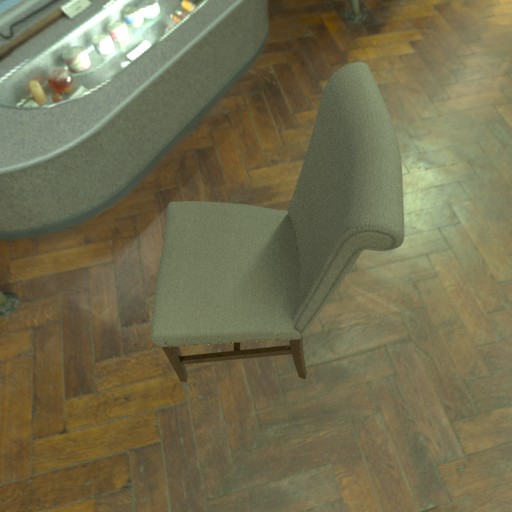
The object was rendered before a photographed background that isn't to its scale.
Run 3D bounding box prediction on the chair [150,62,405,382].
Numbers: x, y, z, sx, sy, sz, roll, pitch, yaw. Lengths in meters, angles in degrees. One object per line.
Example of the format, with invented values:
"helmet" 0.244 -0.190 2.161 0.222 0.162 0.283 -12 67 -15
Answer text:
"chair" 0.000 0.000 1.349 0.608 0.988 0.513 0 58 0
